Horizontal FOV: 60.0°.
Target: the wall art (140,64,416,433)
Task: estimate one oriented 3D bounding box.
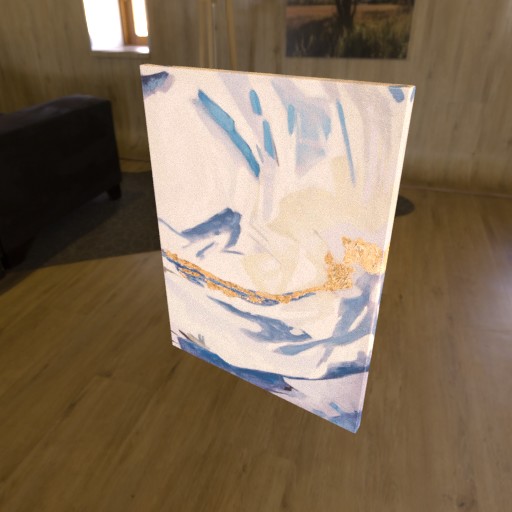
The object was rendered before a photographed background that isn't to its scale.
[{"bbox_3d":[0.000,0.000,1.324,0.761,1.015,0.038,18,34,29],"label":"wall art"}]
